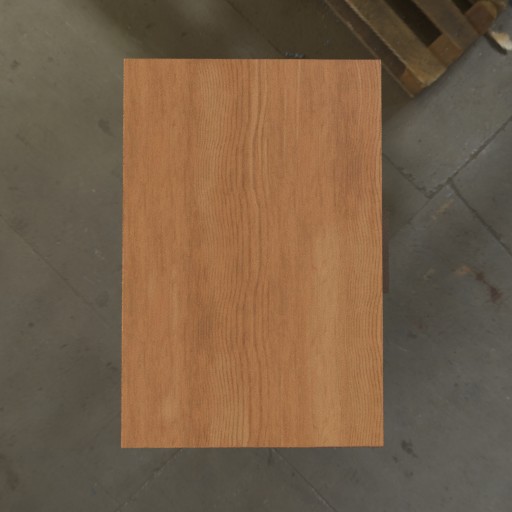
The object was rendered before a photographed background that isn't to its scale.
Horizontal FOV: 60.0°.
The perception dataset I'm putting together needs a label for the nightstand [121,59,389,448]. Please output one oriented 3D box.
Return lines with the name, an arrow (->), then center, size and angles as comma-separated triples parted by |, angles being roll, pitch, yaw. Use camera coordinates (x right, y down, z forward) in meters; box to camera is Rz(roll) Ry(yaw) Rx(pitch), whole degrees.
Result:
nightstand -> 0.000, 0.000, 1.005 | 0.427, 0.615, 0.613 | 0, 89, 0
